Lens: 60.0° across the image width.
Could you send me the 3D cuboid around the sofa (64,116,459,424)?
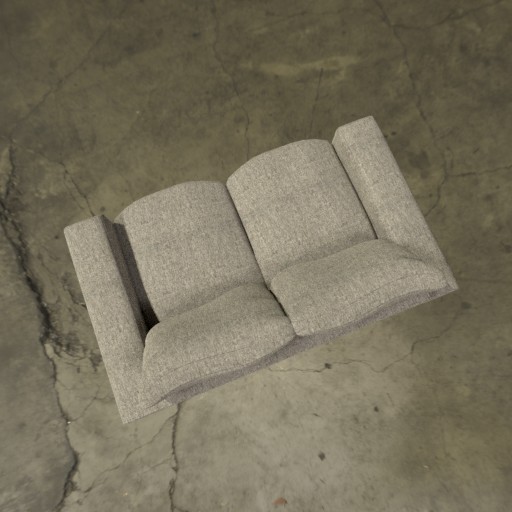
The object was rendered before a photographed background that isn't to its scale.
[{"bbox_3d":[0.000,0.000,2.336,1.758,0.877,1.094,-21,78,-5],"label":"sofa"}]
